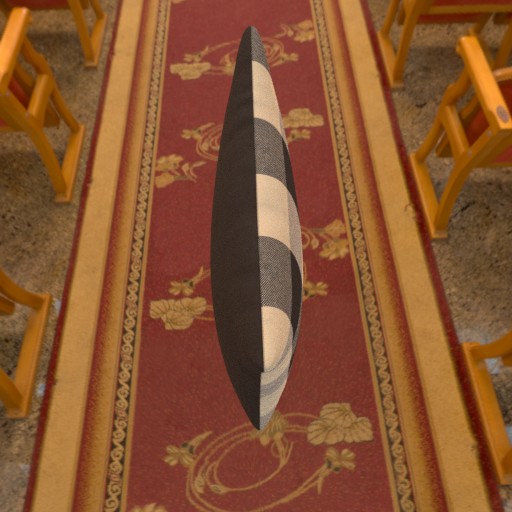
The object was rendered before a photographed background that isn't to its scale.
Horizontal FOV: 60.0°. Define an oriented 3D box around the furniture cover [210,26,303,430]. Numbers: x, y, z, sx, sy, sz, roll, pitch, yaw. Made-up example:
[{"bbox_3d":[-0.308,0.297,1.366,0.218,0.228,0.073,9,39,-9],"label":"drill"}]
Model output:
[{"bbox_3d":[0.000,0.000,0.763,0.161,0.509,0.511,-2,62,-1],"label":"furniture cover"}]
